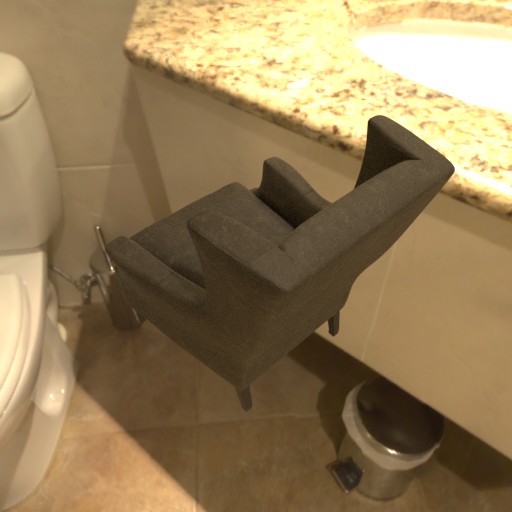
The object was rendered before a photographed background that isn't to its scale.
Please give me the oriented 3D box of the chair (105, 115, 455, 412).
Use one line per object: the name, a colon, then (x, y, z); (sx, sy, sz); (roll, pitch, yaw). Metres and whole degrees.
chair: (0.000, 0.000, 1.646); (0.853, 1.016, 0.926); (-33, 55, -28)
